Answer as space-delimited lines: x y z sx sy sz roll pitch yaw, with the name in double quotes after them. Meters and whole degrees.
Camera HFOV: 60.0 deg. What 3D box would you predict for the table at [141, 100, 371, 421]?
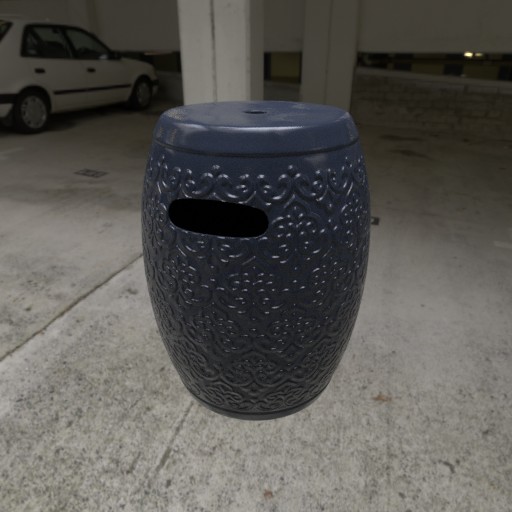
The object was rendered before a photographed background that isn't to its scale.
0.000 0.000 0.630 0.309 0.397 0.309 0 26 0 "table"
